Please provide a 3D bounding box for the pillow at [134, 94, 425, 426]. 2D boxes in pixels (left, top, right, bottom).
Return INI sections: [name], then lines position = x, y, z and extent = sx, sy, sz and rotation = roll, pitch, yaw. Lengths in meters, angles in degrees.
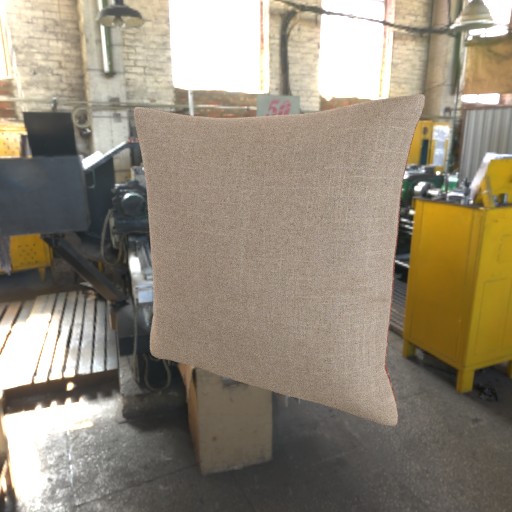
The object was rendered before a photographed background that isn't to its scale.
[pillow]
position = 0.000, 0.000, 0.760
extent = 0.511, 0.503, 0.182
rotation = 8, 17, 28
